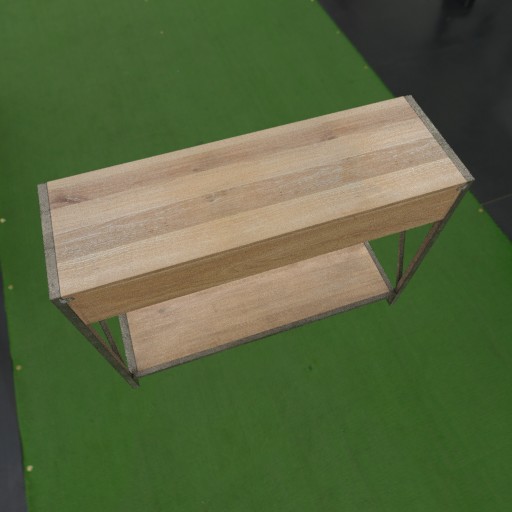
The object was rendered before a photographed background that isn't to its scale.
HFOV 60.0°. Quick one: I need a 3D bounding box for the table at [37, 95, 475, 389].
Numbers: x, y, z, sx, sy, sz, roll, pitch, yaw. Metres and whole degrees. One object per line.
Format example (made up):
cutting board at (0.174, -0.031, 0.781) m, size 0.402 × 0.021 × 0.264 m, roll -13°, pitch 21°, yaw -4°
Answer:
table at (0.000, 0.000, 1.456) m, size 1.059 × 0.763 × 0.361 m, roll -16°, pitch 61°, yaw -9°
